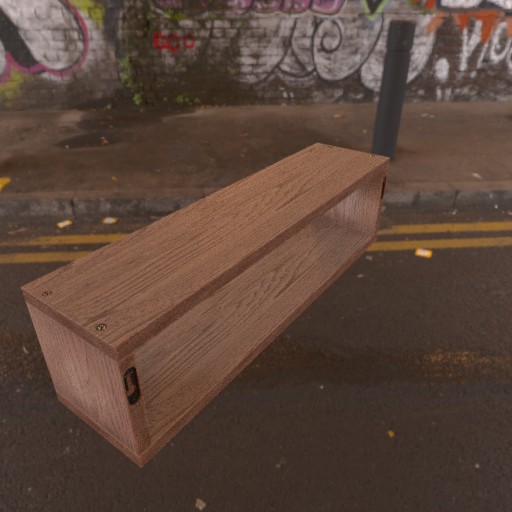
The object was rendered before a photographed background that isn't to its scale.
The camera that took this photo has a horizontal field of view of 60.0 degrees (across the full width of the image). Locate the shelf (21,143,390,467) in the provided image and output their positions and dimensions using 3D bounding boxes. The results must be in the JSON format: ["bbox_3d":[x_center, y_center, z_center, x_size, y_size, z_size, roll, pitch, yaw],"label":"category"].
[{"bbox_3d":[0.000,0.000,0.670,0.150,0.170,0.610,21,37,30],"label":"shelf"}]
